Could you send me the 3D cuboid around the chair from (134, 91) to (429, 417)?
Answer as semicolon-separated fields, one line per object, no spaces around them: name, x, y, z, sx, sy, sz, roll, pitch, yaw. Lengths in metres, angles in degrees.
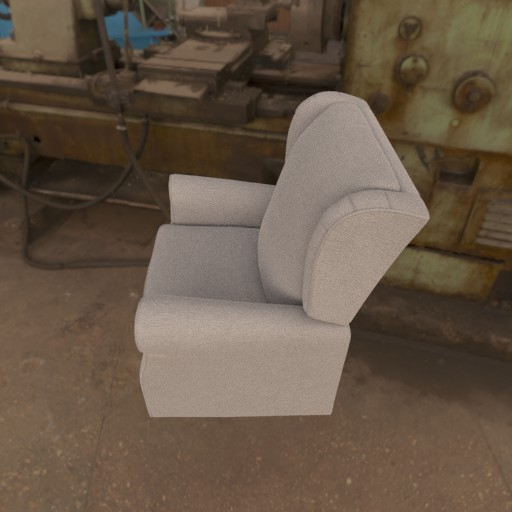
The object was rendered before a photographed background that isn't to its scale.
chair;0.000;0.000;1.664;0.854;0.966;0.906;-1;40;-1
